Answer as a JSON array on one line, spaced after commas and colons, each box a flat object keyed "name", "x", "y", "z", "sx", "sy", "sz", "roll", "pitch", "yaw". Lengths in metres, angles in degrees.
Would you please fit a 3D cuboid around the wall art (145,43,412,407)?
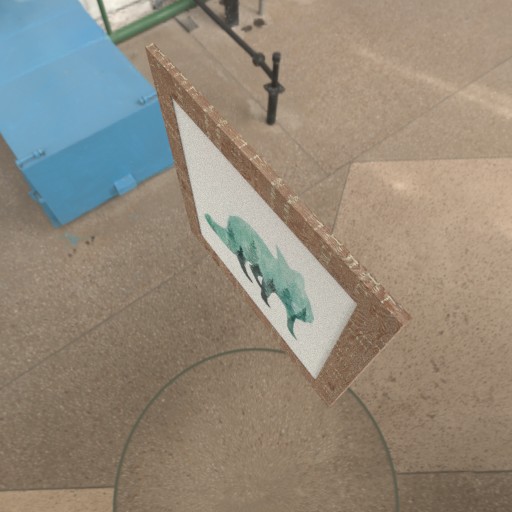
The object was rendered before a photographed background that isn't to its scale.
[{"name": "wall art", "x": 0.000, "y": 0.000, "z": 0.571, "sx": 0.012, "sy": 0.384, "sz": 0.384, "roll": -33, "pitch": 67, "yaw": -16}]
